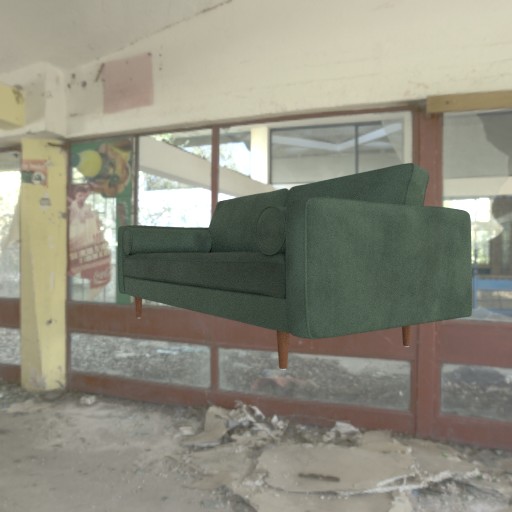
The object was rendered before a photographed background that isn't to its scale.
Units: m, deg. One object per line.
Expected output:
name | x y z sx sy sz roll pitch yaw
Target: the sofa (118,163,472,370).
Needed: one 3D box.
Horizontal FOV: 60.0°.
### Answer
sofa | 0.000 0.000 2.338 0.916 0.772 1.880 0 0 -34
